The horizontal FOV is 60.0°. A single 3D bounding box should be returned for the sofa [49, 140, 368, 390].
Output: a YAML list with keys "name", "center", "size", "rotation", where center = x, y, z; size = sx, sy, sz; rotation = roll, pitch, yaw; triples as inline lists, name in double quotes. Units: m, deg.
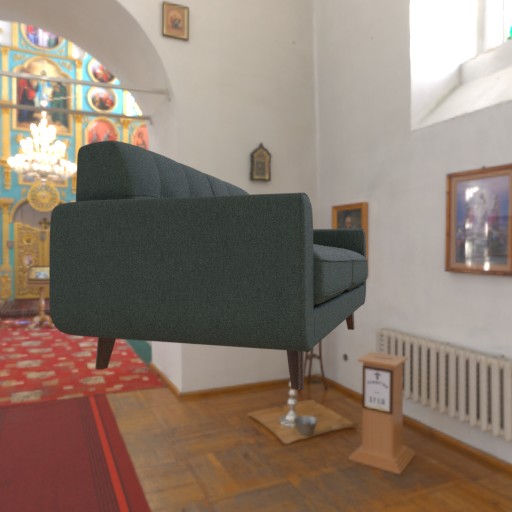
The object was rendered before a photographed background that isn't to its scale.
- name: "sofa"
  center: [0.000, 0.000, 2.101]
  size: [0.909, 0.841, 1.631]
  rotation: [0, -1, 20]
